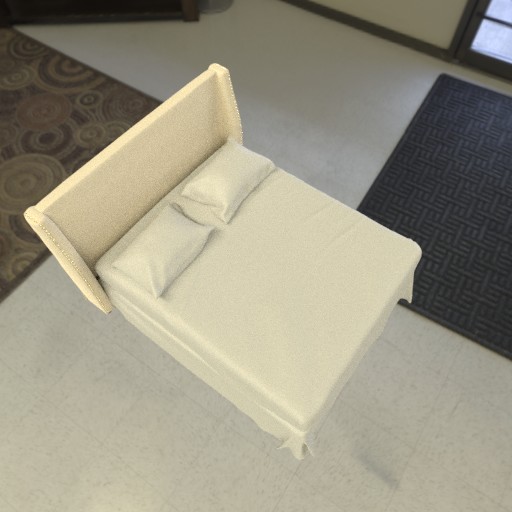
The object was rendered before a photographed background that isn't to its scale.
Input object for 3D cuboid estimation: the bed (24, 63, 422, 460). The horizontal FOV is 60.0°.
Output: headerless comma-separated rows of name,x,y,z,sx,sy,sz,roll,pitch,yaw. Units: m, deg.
bed,0.000,0.000,3.376,2.276,1.332,1.925,33,64,18
